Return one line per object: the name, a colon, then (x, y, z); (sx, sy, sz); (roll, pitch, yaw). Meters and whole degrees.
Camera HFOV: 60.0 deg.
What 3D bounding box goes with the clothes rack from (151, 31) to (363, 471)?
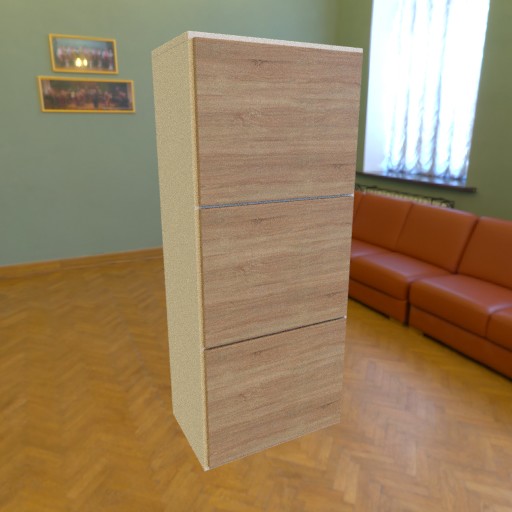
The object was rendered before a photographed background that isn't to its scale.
clothes rack: (0.000, 0.000, 1.390); (0.500, 1.187, 0.331); (-8, 18, -26)
